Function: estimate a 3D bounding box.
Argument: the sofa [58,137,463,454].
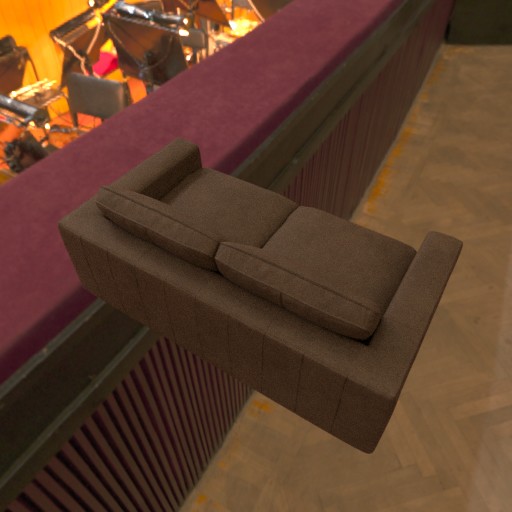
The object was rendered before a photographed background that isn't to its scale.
[{"bbox_3d":[0.000,0.000,2.457,1.920,0.800,1.070,24,51,22],"label":"sofa"}]
